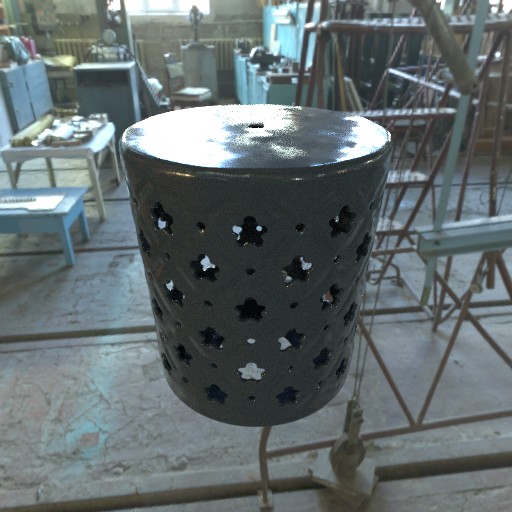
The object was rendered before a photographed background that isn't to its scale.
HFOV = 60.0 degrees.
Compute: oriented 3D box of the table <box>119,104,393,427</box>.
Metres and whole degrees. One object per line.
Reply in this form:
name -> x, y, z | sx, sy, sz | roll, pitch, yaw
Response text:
table -> 0.000, 0.000, 0.672 | 0.352, 0.387, 0.352 | 0, 29, 0
